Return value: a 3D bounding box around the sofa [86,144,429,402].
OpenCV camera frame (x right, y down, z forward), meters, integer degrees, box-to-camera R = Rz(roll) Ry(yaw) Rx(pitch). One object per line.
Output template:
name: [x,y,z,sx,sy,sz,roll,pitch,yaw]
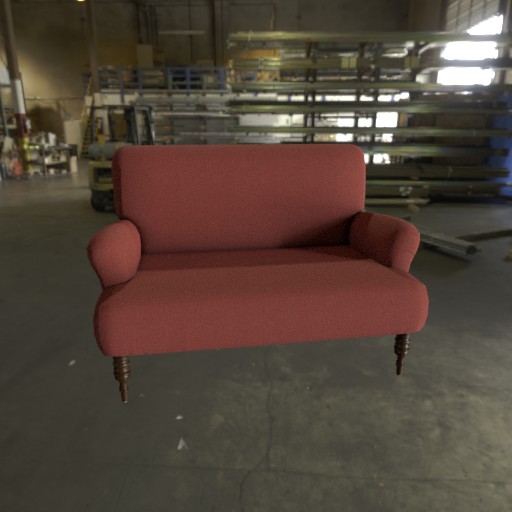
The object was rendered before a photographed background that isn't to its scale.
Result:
sofa: [0.000,0.000,1.879,1.297,0.889,0.779,-3,17,-9]
